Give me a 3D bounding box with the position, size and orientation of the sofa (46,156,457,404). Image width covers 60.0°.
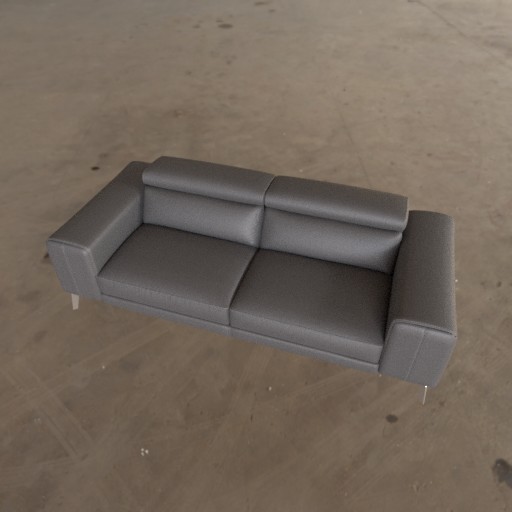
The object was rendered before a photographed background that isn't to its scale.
[{"bbox_3d":[0.000,0.000,2.815,2.321,0.759,1.023,12,42,14],"label":"sofa"}]
